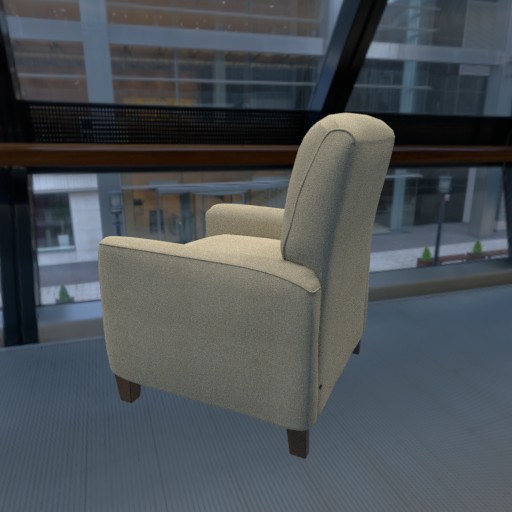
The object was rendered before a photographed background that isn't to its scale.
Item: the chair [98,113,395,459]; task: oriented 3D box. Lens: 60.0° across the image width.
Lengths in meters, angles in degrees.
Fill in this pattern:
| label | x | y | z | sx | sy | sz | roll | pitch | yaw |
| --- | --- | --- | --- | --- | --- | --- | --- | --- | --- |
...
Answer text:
| label | x | y | z | sx | sy | sz | roll | pitch | yaw |
| --- | --- | --- | --- | --- | --- | --- | --- | --- | --- |
| chair | 0.000 | 0.000 | 1.665 | 0.853 | 1.006 | 0.850 | 7 | 18 | 24 |
